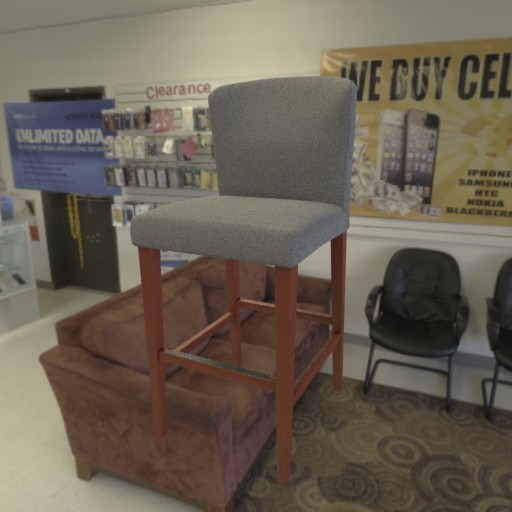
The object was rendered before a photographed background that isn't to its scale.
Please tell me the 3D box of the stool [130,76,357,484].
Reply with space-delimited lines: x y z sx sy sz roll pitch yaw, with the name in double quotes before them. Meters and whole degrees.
"stool" 0.000 0.000 1.340 0.481 1.069 0.568 7 17 26
